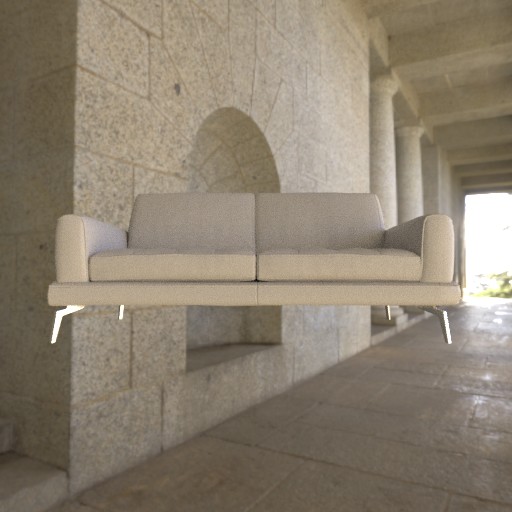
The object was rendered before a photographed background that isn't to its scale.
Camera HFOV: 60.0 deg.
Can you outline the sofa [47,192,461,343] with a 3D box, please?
[{"bbox_3d":[0.000,0.000,2.818,2.177,0.930,1.121,0,-2,1],"label":"sofa"}]
